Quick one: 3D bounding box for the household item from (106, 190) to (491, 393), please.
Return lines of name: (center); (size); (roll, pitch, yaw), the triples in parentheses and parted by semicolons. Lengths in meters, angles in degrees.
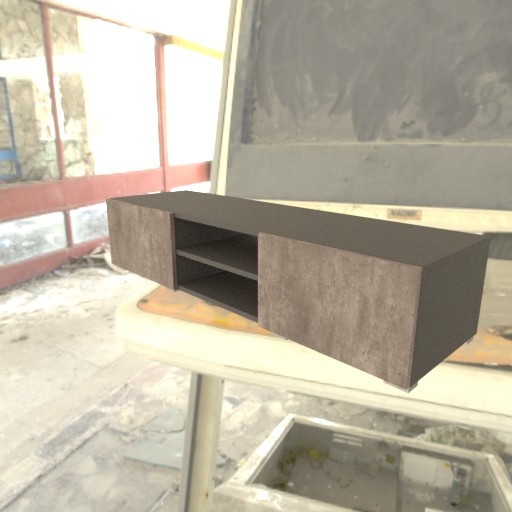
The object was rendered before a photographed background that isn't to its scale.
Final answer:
household item: (0.000, 0.000, 1.588); (0.420, 0.310, 1.400); (-15, 21, -42)
